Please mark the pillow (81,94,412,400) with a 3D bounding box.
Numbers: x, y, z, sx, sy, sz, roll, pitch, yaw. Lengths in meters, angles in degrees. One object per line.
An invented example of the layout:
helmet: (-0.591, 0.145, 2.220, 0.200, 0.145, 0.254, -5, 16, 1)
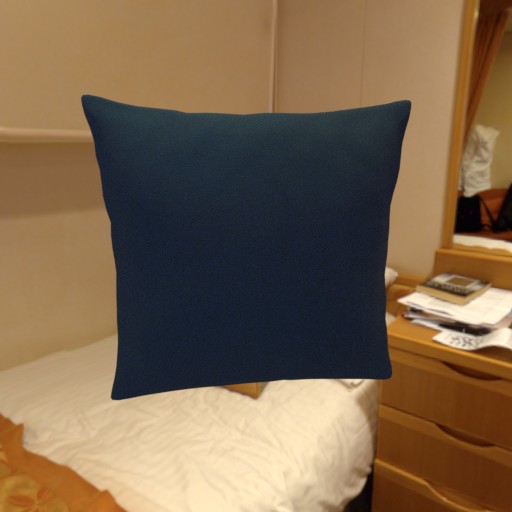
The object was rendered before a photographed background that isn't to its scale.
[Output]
pillow: (0.000, 0.000, 0.753, 0.523, 0.510, 0.166, -2, 14, -7)
